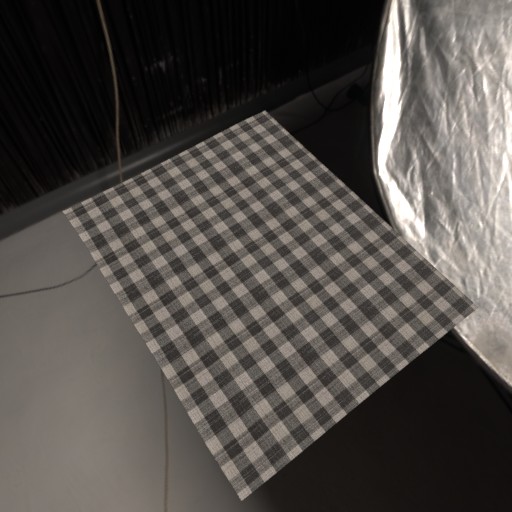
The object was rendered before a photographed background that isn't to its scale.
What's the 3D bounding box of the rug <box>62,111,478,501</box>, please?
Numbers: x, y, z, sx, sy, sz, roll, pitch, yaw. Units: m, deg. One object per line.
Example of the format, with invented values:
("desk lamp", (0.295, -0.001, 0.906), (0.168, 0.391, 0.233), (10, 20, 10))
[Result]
("rug", (0.000, 0.000, 3.991), (2.432, 0.013, 3.021), (-32, 63, -18))
